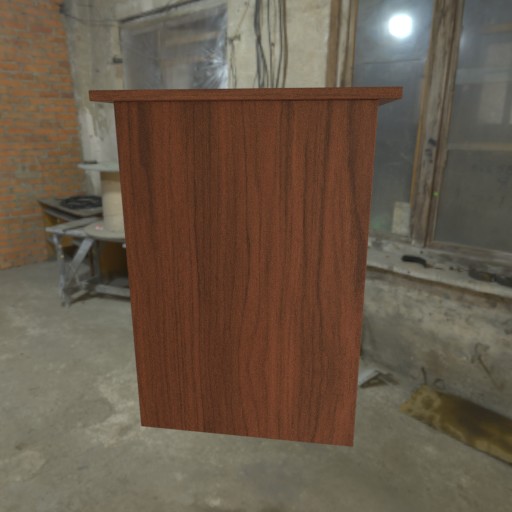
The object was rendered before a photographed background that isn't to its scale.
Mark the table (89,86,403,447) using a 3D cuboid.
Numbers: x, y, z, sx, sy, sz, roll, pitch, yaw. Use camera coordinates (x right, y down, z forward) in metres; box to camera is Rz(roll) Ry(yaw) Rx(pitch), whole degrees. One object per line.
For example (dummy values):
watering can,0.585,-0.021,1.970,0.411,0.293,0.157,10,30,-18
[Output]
table,0.000,0.000,0.937,0.480,0.636,0.381,2,17,8
